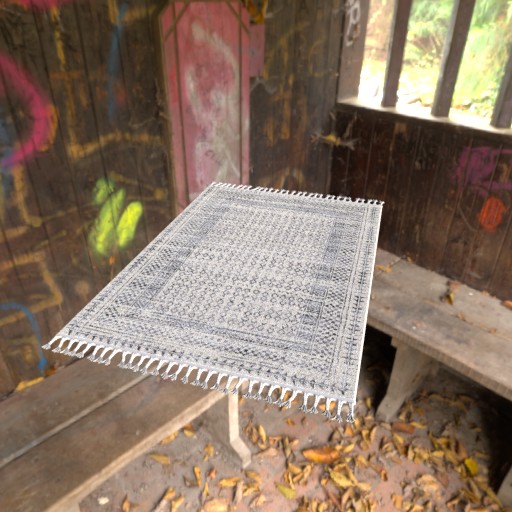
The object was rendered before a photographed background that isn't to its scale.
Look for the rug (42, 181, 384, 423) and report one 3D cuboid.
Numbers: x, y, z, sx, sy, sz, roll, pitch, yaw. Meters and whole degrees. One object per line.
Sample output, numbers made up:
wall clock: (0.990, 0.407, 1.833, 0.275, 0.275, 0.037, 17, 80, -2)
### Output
rug: (0.000, 0.000, 2.366, 1.243, 0.013, 1.872, 9, 32, 14)
